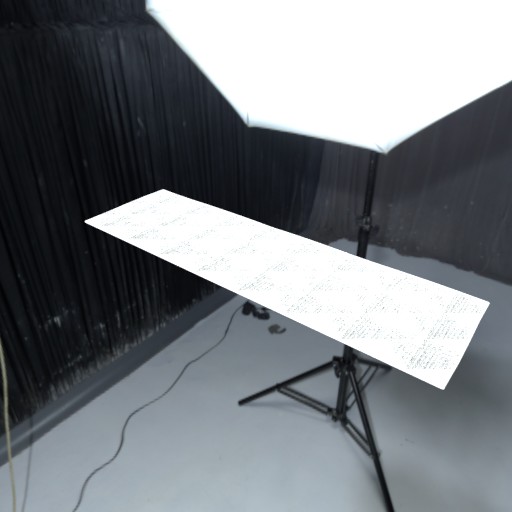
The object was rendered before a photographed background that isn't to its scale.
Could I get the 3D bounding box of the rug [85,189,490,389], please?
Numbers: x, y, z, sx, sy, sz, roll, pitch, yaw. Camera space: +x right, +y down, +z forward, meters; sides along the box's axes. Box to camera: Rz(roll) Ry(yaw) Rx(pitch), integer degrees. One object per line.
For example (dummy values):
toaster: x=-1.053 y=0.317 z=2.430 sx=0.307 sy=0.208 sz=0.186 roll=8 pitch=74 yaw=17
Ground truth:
rug: x=0.000 y=0.000 z=2.351 sx=2.182 sy=0.015 sz=0.645 roll=22 pitch=37 yaw=32
